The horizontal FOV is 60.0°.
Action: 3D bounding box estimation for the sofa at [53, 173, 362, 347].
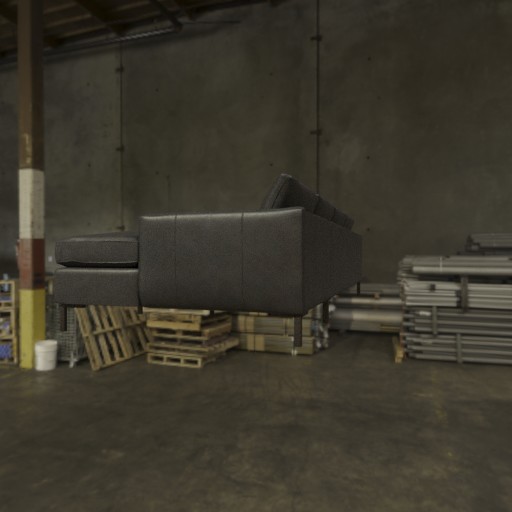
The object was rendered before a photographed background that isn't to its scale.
[{"bbox_3d":[0.000,0.000,3.693,1.471,0.859,2.993,0,0,19],"label":"sofa"}]
